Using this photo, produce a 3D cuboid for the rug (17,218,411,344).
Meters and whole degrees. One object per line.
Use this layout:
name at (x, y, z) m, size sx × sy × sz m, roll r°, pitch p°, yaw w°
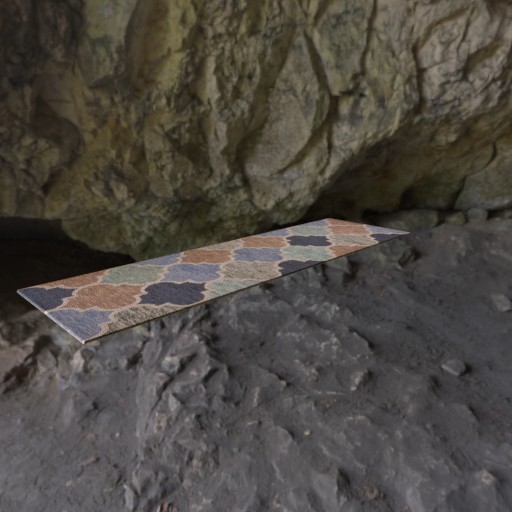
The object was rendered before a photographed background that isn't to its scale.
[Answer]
rug at (0.000, 0.000, 2.491) m, size 2.287 × 0.011 × 0.687 m, roll -15°, pitch 22°, yaw -42°
